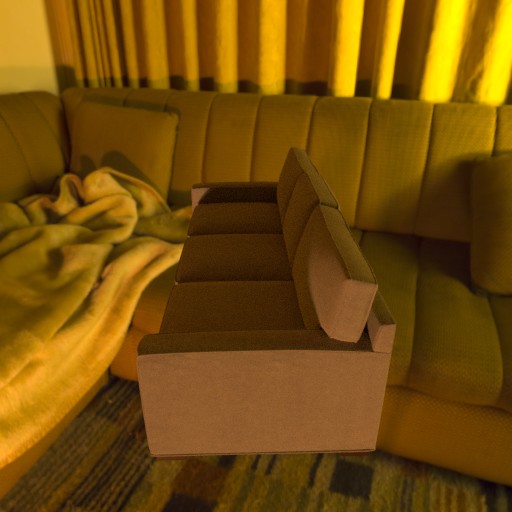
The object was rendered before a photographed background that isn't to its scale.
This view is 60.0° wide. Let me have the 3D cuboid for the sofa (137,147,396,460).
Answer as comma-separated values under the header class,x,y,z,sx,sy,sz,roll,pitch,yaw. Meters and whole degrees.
class,x,y,z,sx,sy,sz,roll,pitch,yaw
sofa,0.000,0.000,2.571,0.936,0.862,2.093,-1,26,-1
